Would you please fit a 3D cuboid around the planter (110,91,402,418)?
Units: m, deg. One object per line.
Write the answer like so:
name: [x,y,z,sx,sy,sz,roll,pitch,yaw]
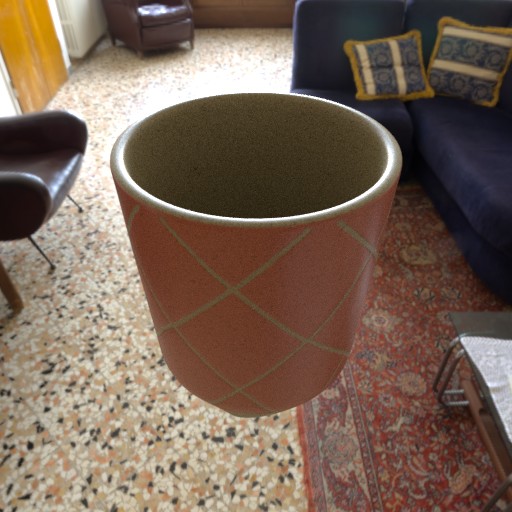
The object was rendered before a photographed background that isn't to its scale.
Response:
planter: [0.000,0.000,0.360,0.191,0.200,0.191,0,40,0]
